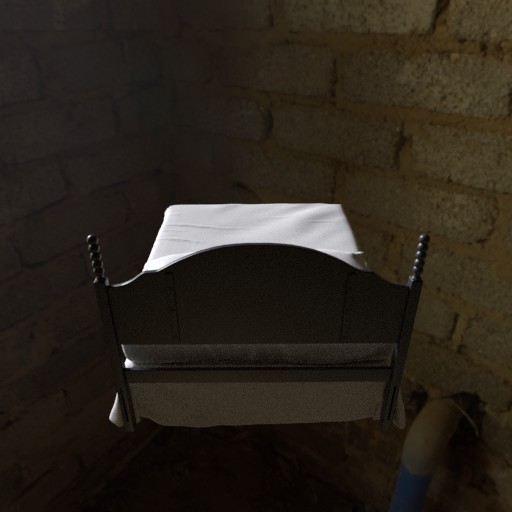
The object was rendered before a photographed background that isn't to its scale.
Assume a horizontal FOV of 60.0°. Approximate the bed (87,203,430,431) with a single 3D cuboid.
[{"bbox_3d":[0.000,0.000,3.308,1.873,1.356,2.040,0,30,0],"label":"bed"}]
